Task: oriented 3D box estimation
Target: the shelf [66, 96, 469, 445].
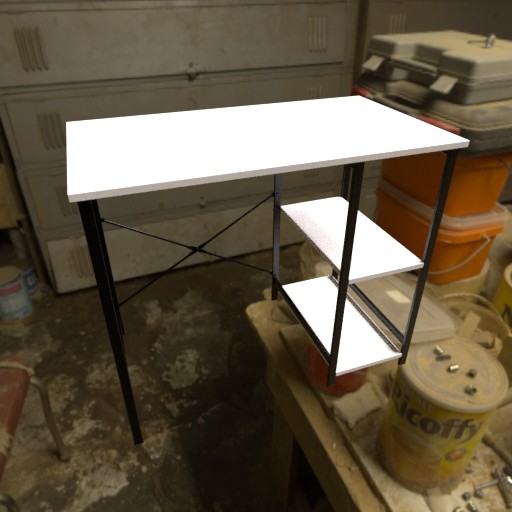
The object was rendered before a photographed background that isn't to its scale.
[{"bbox_3d":[0.000,0.000,1.322,0.902,0.750,0.498,-11,34,-17],"label":"shelf"}]
